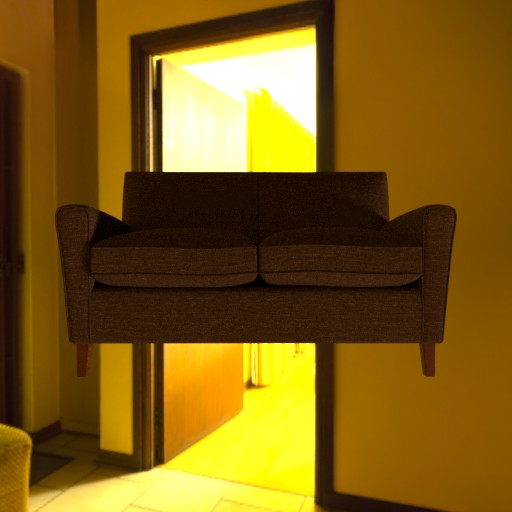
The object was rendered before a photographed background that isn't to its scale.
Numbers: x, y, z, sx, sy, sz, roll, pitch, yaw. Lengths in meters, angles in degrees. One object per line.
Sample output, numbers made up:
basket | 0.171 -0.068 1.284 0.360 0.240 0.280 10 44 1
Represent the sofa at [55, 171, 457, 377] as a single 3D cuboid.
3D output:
sofa | 0.000 0.000 2.054 1.509 0.905 0.867 0 1 0
